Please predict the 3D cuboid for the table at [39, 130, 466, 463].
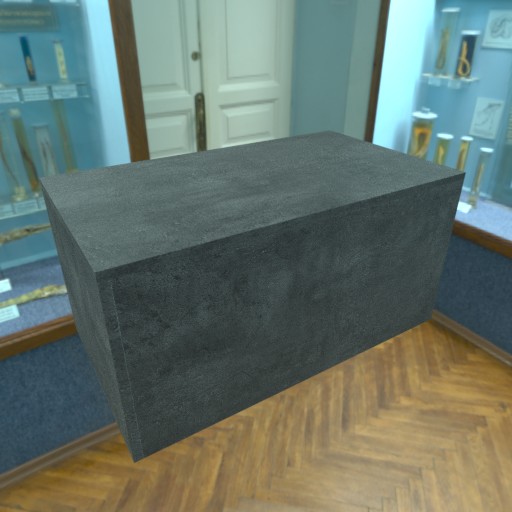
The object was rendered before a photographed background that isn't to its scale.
[{"bbox_3d":[0.000,0.000,0.920,0.700,0.350,0.400,-17,33,-28],"label":"table"}]
